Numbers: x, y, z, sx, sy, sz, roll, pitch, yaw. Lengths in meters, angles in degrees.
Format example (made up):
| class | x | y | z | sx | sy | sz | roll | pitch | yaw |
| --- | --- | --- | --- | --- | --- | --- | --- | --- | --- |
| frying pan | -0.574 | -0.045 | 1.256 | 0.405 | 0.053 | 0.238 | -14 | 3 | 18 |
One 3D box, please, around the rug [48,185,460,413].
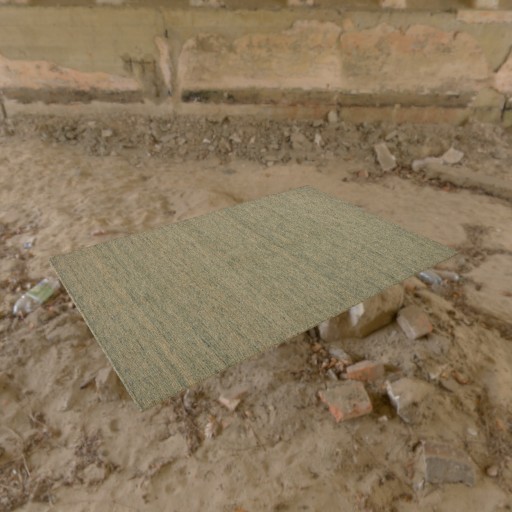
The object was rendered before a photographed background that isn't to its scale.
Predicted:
| class | x | y | z | sx | sy | sz | roll | pitch | yaw |
| --- | --- | --- | --- | --- | --- | --- | --- | --- | --- |
| rug | 0.000 | 0.000 | 2.958 | 2.283 | 0.013 | 1.547 | -20 | 36 | -30 |
